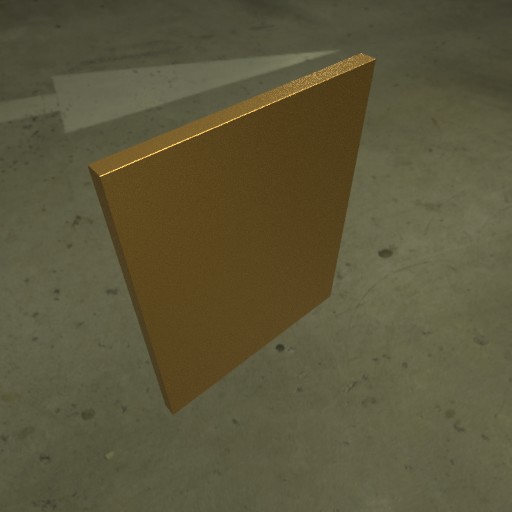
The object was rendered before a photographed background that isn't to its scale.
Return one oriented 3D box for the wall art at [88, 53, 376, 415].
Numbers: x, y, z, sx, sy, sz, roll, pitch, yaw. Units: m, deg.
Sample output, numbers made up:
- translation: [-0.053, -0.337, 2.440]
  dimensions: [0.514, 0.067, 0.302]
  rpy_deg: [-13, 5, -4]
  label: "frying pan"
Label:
- translation: [0.000, 0.000, 1.040]
  dimensions: [0.610, 0.762, 0.038]
  rpy_deg: [-32, 54, -27]
  label: "wall art"
